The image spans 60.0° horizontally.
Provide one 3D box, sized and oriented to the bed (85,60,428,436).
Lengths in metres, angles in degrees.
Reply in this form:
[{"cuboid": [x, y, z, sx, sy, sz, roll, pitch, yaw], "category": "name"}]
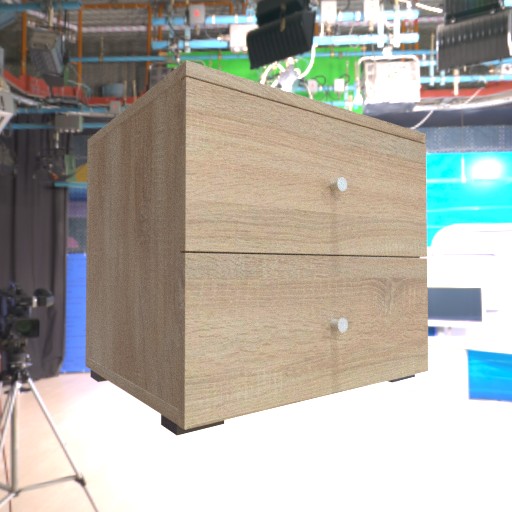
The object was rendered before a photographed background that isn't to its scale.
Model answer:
[{"cuboid": [0.000, 0.000, 0.768, 0.460, 0.420, 0.401, 1, -2, -36], "category": "bed"}]
